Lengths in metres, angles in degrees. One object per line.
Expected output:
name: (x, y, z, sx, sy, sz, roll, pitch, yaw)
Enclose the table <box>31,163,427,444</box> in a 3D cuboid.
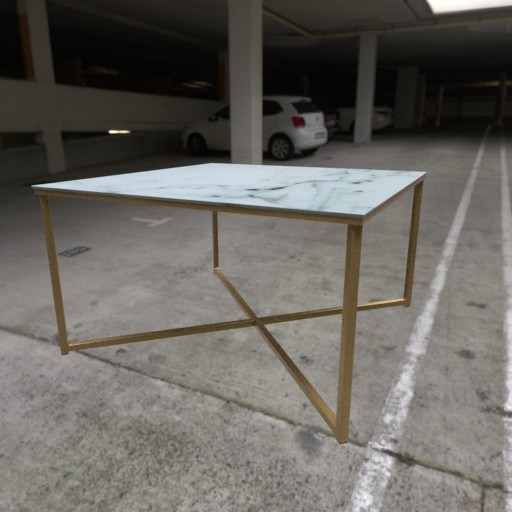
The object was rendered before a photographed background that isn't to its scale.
table: (0.000, 0.000, 1.290, 0.800, 0.450, 0.800, 8, 18, 26)
